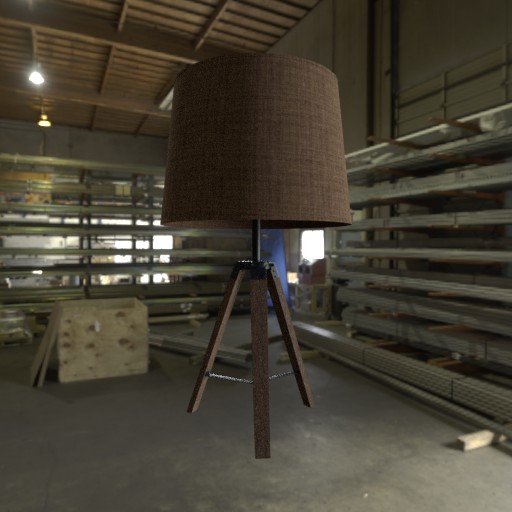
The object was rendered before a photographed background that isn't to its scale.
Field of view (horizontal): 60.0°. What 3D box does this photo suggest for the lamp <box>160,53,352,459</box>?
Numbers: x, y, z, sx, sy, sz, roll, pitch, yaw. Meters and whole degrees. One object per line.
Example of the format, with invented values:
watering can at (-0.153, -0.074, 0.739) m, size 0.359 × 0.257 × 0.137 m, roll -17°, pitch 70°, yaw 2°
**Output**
lamp at (0.000, 0.000, 0.685) m, size 0.290 × 0.514 × 0.290 m, roll 0°, pitch 1°, yaw 0°
